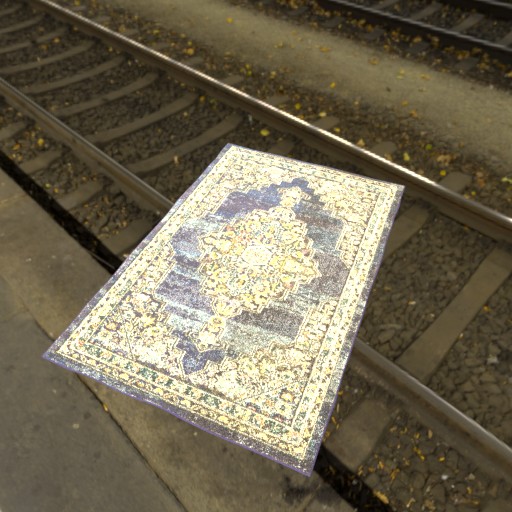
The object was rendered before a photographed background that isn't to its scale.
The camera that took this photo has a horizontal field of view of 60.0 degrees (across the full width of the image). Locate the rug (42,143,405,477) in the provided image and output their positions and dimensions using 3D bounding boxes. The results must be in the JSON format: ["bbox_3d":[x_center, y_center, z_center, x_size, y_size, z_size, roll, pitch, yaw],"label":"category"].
[{"bbox_3d":[0.000,0.000,2.245,1.184,0.012,1.781,17,49,16],"label":"rug"}]
